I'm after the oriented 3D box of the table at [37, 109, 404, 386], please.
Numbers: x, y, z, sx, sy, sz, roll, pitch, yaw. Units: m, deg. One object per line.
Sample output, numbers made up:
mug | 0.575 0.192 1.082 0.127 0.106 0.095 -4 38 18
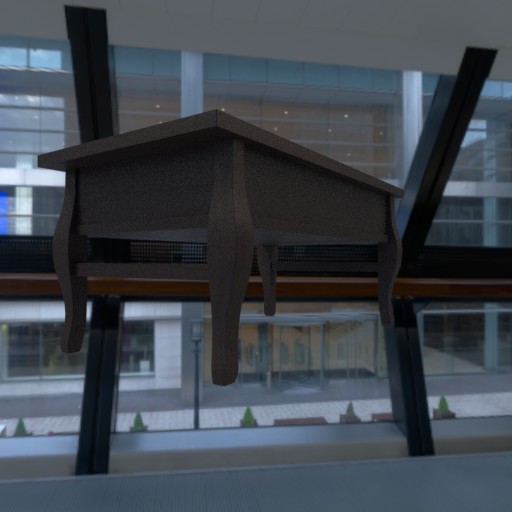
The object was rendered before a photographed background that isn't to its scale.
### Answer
table | 0.000 0.000 1.365 0.600 0.494 1.062 0 -1 35
